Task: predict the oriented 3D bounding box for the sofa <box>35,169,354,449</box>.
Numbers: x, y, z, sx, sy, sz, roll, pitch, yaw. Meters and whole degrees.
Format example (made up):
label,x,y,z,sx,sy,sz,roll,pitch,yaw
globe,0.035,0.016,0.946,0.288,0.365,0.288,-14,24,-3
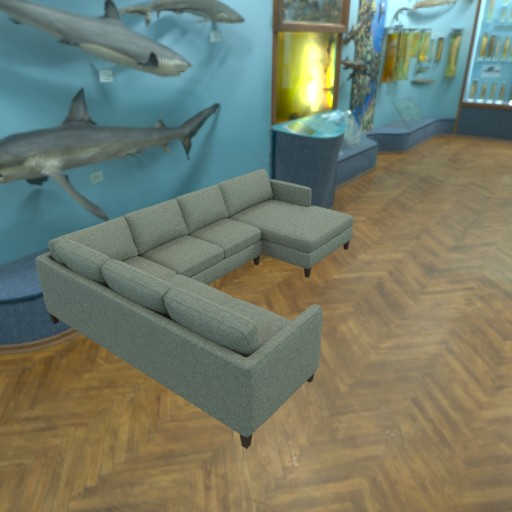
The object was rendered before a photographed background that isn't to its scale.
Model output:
label,x,y,z,sx,sy,sz,roll,pitch,yaw
sofa,0.000,0.000,4.638,2.551,0.889,3.403,19,32,33
